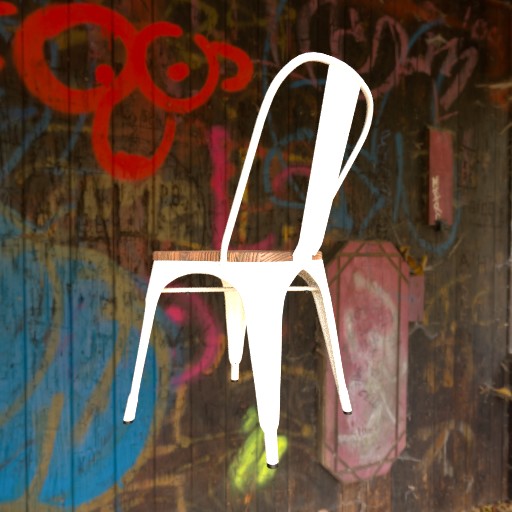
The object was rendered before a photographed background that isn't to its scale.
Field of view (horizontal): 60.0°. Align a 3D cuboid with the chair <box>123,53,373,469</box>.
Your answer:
[{"bbox_3d":[0.000,0.000,1.146,0.521,0.851,0.452,1,2,37],"label":"chair"}]
